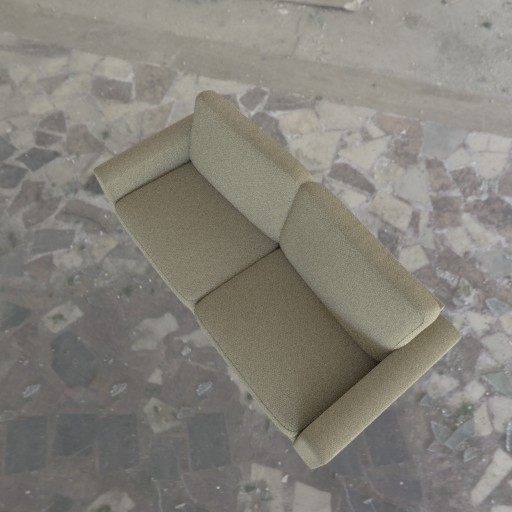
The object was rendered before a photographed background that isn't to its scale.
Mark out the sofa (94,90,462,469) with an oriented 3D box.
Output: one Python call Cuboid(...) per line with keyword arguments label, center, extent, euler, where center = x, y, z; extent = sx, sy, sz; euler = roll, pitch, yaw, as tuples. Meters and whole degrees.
Cuboid(label="sofa", center=(0.000, 0.000, 2.651), extent=(1.016, 0.873, 2.179), euler=(-35, 67, -17))
